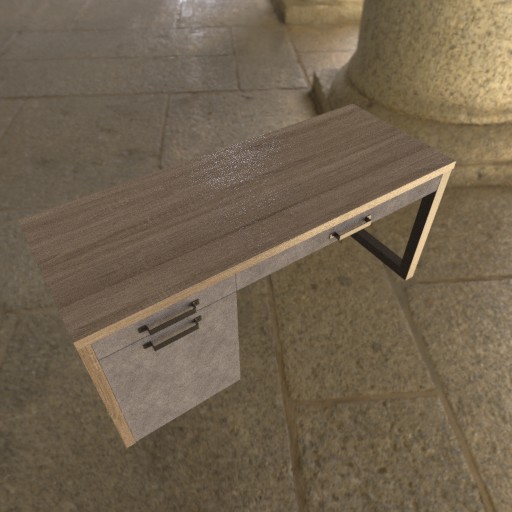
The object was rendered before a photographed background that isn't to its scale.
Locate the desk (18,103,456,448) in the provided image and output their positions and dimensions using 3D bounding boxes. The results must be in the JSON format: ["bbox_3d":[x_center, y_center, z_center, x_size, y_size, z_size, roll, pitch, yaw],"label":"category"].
[{"bbox_3d":[0.000,0.000,2.069,1.700,0.760,0.690,-25,50,-23],"label":"desk"}]
